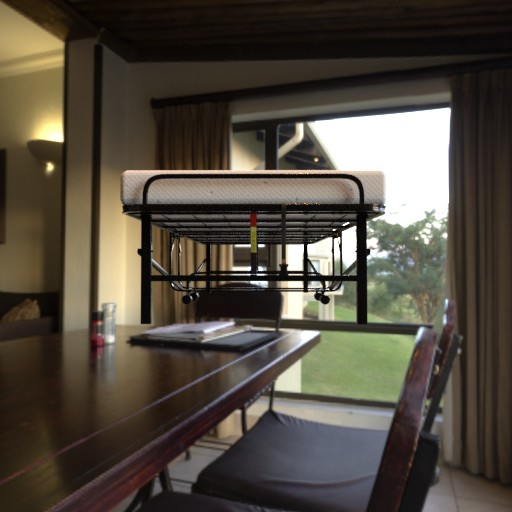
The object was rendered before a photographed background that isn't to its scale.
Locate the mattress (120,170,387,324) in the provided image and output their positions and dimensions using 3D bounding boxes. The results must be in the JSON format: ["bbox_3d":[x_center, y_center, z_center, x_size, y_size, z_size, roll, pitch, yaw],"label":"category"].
[{"bbox_3d":[0.000,0.000,2.485,0.922,0.519,2.153,0,-1,0],"label":"mattress"}]
